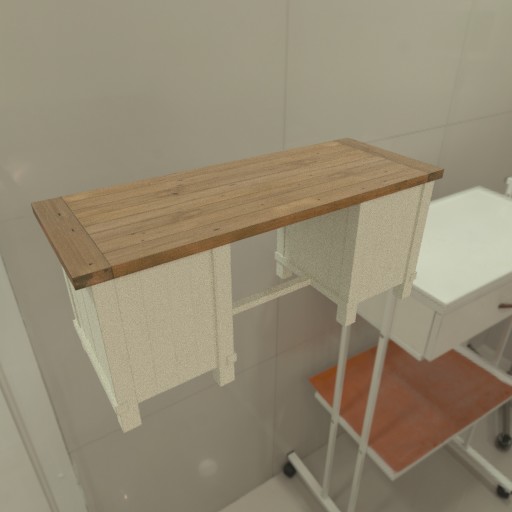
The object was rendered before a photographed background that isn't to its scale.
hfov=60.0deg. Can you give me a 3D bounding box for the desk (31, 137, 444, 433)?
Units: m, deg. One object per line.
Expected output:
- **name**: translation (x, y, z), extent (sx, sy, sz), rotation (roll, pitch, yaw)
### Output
- **desk**: translation (0.000, 0.000, 2.227), extent (1.803, 0.760, 0.688), rotation (-18, 35, -28)
